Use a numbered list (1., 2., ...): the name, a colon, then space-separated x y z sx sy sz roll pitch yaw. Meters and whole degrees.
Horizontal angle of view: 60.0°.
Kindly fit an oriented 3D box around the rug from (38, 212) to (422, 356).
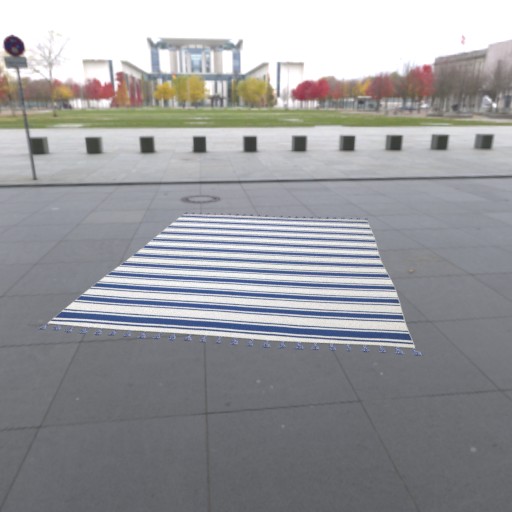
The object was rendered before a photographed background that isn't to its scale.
1. rug: 0.000 0.000 4.367 2.471 0.016 3.416 3 19 8
